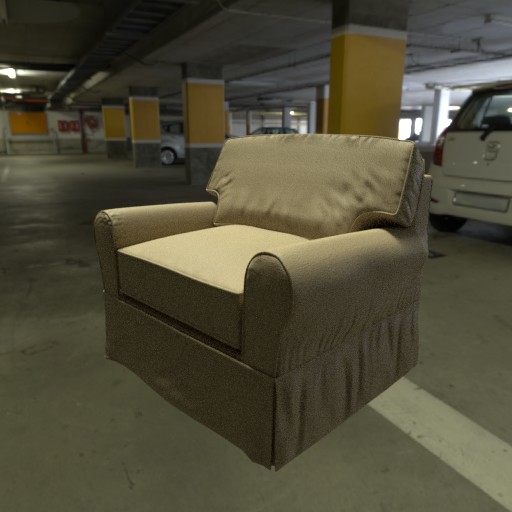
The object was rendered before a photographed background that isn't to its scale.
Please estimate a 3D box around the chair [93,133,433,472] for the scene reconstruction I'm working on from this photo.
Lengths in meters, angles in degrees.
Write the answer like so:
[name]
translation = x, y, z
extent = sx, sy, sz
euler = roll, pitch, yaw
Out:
[chair]
translation = 0.000, 0.000, 1.763
extent = 0.903, 0.937, 1.096
euler = -15, 21, -43
